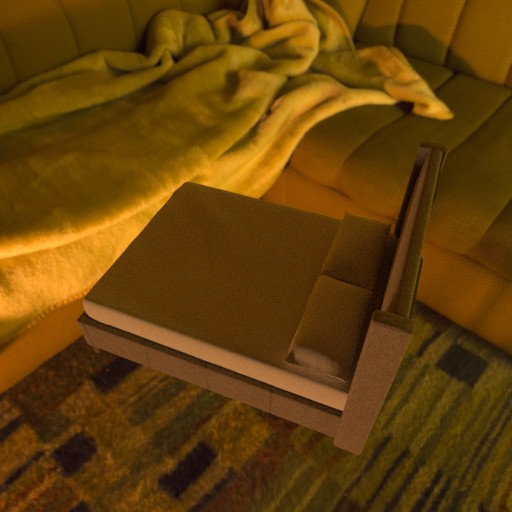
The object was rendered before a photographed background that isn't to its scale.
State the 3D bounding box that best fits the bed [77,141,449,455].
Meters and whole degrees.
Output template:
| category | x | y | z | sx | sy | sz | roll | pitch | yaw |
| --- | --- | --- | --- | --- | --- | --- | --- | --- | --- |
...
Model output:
| category | x | y | z | sx | sy | sz | roll | pitch | yaw |
| --- | --- | --- | --- | --- | --- | --- | --- | --- | --- |
| bed | 0.000 | 0.000 | 3.377 | 2.245 | 1.481 | 1.714 | 16 | 48 | 15 |
